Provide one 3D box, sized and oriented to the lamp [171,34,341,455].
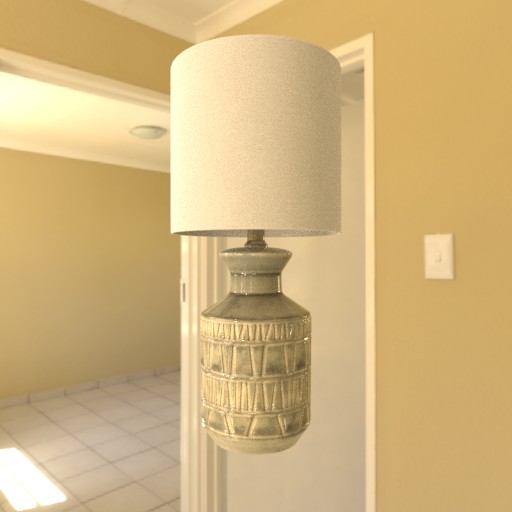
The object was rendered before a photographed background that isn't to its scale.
[{"bbox_3d":[0.000,0.000,0.559,0.211,0.455,0.211,0,0,36],"label":"lamp"}]
